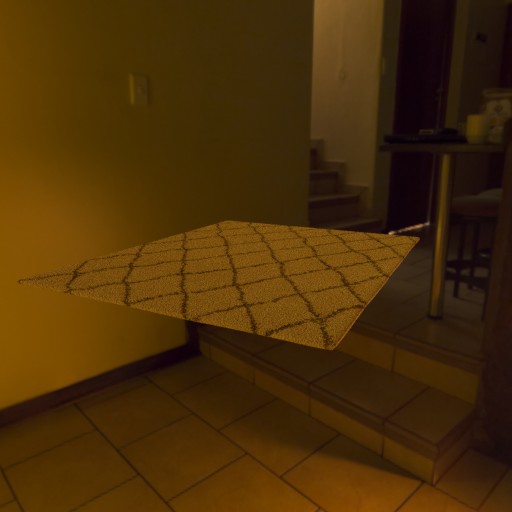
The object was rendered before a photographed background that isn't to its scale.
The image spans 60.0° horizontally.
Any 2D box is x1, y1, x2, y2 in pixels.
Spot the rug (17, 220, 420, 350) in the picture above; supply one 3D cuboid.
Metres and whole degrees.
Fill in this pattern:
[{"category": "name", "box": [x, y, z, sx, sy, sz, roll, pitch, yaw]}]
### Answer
[{"category": "rug", "box": [0.000, 0.000, 4.050, 2.438, 0.029, 3.047, 7, 16, 26]}]
